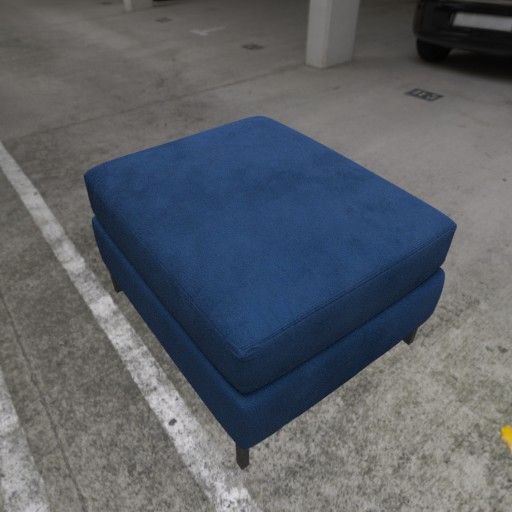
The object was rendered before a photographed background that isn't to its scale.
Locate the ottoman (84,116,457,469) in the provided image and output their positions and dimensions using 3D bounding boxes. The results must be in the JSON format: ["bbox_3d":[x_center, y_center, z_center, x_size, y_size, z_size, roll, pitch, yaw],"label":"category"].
[{"bbox_3d":[0.000,0.000,1.222,0.655,0.485,0.794,-26,47,-27],"label":"ottoman"}]
